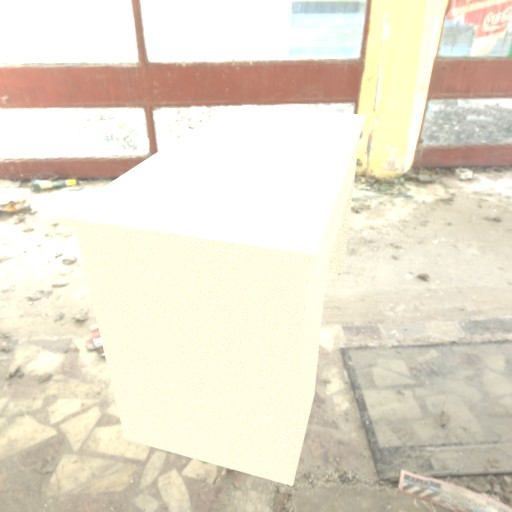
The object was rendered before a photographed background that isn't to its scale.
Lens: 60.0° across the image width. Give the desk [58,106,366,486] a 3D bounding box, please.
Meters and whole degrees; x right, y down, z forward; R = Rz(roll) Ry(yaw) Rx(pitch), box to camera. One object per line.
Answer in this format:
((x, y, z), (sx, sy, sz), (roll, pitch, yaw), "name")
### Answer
((0.000, 0.000, 1.522), (0.560, 0.735, 1.097), (9, 32, 14), "desk")
